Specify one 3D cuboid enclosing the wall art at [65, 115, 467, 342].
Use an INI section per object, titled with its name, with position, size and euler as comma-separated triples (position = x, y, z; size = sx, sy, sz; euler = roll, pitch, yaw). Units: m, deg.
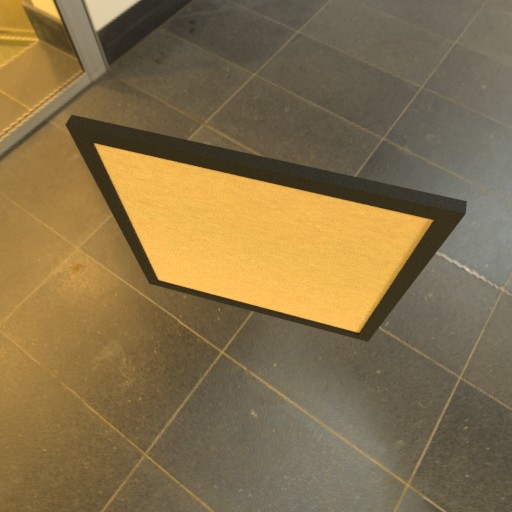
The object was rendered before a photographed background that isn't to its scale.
[wall art]
position = 0.000, 0.000, 0.540
size = 0.356, 0.356, 0.013
euler = 14, 63, 7
